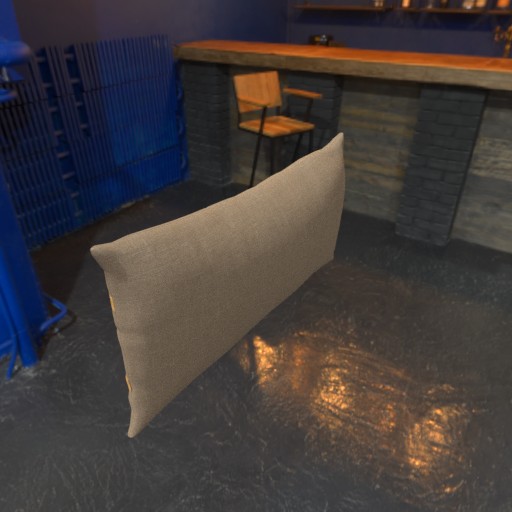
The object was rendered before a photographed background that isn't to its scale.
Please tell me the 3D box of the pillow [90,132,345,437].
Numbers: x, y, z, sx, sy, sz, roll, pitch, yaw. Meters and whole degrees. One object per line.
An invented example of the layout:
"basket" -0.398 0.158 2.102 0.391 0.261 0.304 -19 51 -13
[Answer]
"pillow" 0.000 0.000 0.762 0.148 0.308 0.612 20 36 30
